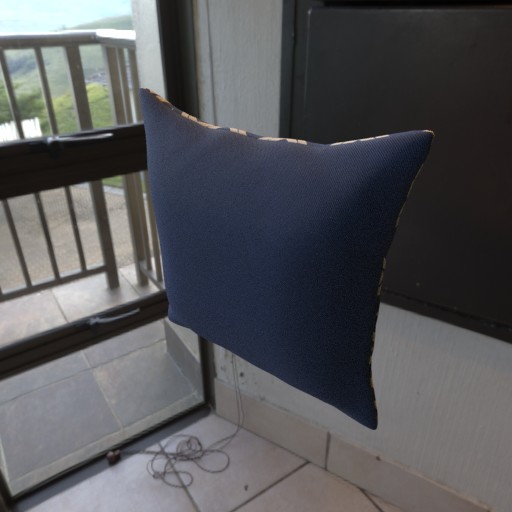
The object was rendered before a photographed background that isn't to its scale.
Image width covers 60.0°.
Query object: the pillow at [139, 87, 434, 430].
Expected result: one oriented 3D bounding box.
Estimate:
[{"bbox_3d":[0.000,0.000,0.749,0.504,0.494,0.188,20,35,32],"label":"pillow"}]
